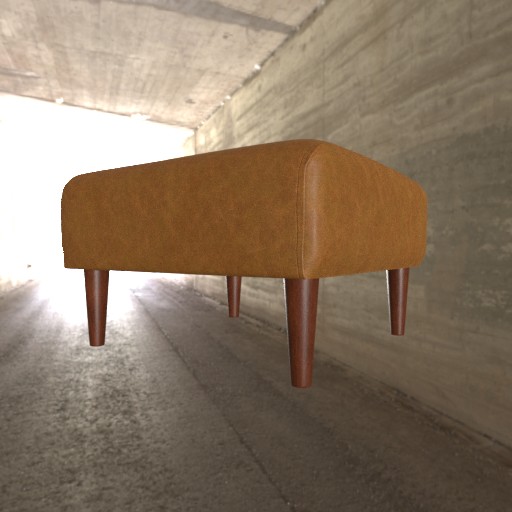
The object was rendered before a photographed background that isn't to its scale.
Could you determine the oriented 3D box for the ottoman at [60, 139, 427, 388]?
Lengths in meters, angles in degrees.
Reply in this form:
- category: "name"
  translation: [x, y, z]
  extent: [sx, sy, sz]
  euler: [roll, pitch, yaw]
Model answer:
- category: "ottoman"
  translation: [0.000, 0.000, 1.054]
  extent: [0.650, 0.399, 0.650]
  euler: [1, 1, 34]
